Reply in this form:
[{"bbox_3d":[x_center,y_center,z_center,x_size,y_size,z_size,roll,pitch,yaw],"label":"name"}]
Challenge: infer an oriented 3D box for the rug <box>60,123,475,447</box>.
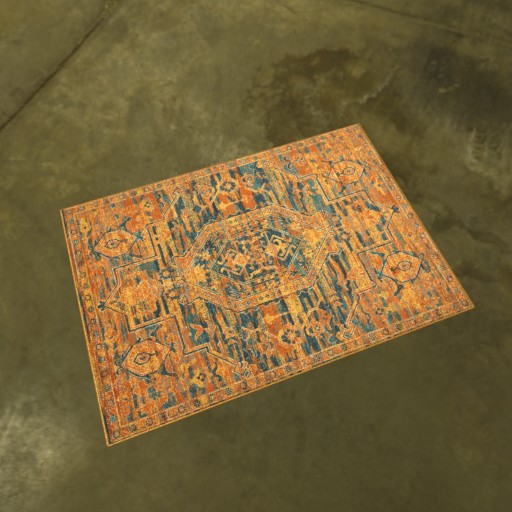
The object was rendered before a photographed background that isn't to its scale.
[{"bbox_3d":[0.000,0.000,3.683,2.916,0.019,2.043,-18,64,-9],"label":"rug"}]
